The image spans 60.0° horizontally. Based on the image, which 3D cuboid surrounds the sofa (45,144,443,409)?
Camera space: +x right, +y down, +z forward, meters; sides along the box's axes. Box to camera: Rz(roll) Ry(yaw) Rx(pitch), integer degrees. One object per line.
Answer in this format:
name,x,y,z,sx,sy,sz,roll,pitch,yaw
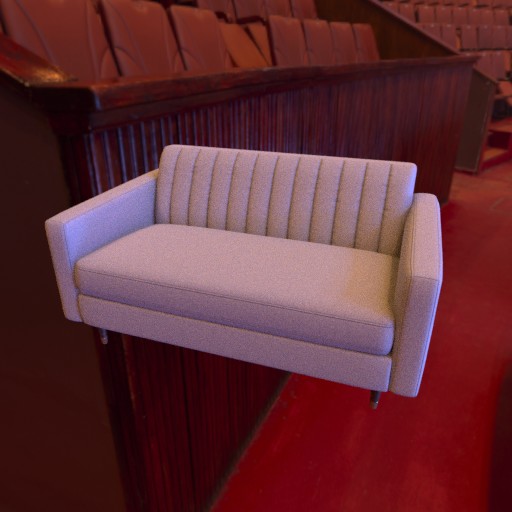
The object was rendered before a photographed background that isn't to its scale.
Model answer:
sofa,0.000,0.000,2.118,1.585,0.801,0.950,9,27,17
